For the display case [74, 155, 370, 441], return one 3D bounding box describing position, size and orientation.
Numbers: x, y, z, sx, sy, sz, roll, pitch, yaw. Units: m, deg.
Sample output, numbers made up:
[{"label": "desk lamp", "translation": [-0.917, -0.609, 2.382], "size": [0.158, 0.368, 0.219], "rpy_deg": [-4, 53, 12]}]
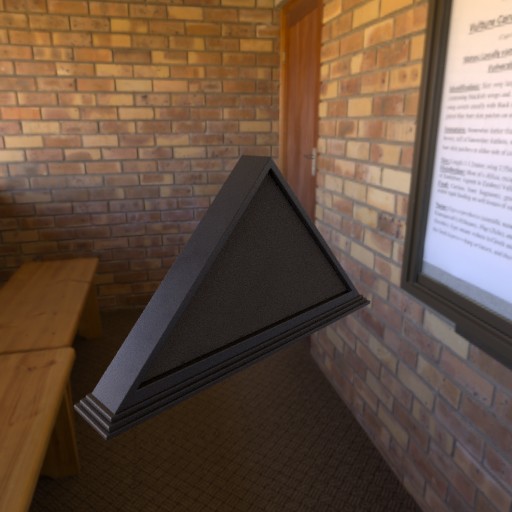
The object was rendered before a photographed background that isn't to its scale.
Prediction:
[{"label": "display case", "translation": [0.000, 0.000, 0.769], "size": [0.095, 0.340, 0.640], "rpy_deg": [16, 23, 42]}]
